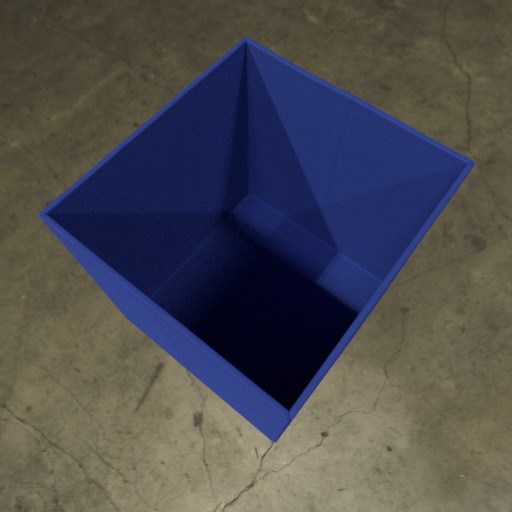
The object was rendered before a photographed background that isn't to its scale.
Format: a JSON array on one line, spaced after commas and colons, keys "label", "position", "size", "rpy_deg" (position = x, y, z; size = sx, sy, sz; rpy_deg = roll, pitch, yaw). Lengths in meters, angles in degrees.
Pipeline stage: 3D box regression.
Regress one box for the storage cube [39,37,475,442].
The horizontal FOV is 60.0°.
[{"label": "storage cube", "position": [0.000, 0.000, 0.492], "size": [0.270, 0.280, 0.270], "rpy_deg": [35, 69, 16]}]
